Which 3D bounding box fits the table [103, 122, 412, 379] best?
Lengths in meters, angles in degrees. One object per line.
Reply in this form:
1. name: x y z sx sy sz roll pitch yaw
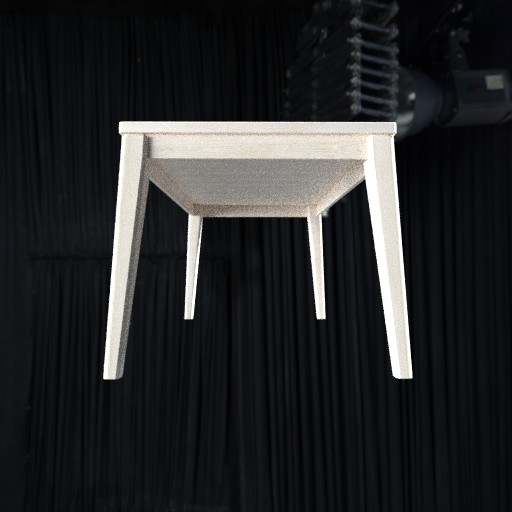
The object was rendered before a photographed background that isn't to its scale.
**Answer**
1. table: 0.000 0.000 2.092 0.900 0.760 1.600 0 -2 0
